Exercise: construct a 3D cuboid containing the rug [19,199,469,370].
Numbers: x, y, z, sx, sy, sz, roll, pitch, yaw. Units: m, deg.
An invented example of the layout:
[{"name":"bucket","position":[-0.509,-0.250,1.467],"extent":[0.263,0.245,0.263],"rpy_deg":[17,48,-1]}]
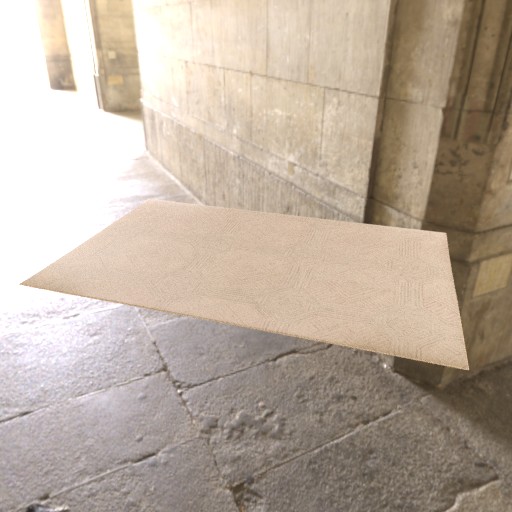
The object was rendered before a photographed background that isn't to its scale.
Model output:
[{"name":"rug","position":[0.000,0.000,2.919],"extent":[2.440,0.008,1.524],"rpy_deg":[8,28,15]}]
